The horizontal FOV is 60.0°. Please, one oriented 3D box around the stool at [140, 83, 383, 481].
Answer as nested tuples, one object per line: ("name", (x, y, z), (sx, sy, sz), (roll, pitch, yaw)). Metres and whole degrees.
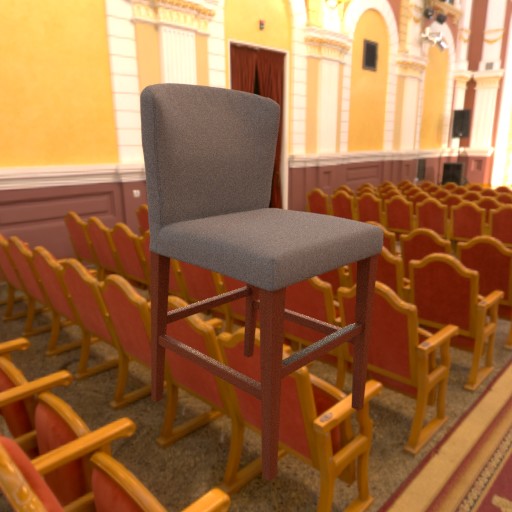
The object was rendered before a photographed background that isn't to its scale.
("stool", (0.000, 0.000, 1.282), (0.568, 0.968, 0.481), (14, 20, 42))
